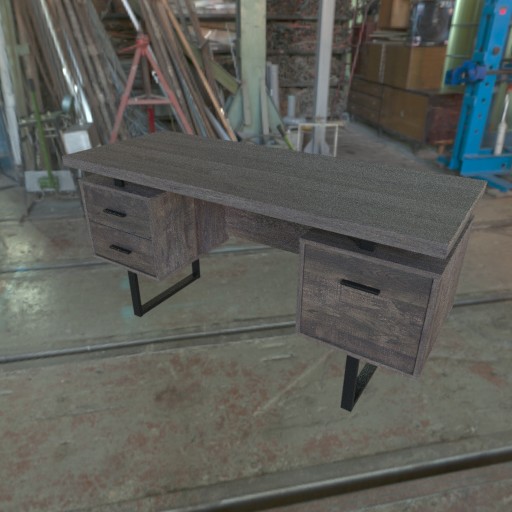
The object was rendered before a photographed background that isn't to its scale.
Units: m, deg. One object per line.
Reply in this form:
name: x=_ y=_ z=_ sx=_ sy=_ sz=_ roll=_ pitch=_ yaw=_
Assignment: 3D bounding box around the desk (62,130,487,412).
desk: x=0.000 y=0.000 z=1.859 sx=1.524 sy=0.760 sz=0.600 roll=17 pitch=32 yaw=29
